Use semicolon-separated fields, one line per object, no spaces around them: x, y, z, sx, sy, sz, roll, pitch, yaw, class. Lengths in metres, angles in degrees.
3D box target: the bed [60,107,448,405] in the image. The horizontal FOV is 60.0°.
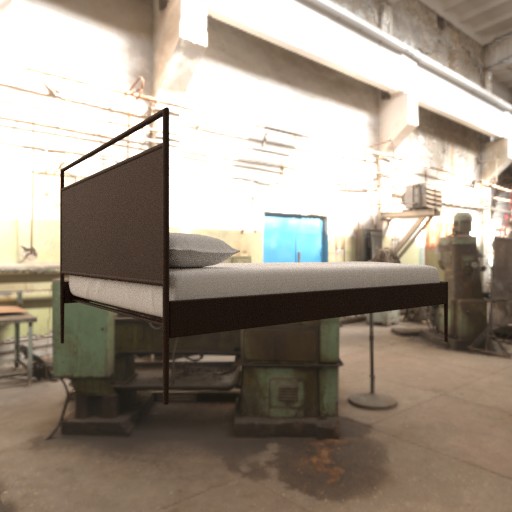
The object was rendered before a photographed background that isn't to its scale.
0.000;0.000;3.008;2.122;1.173;1.572;0;0;-38;bed
